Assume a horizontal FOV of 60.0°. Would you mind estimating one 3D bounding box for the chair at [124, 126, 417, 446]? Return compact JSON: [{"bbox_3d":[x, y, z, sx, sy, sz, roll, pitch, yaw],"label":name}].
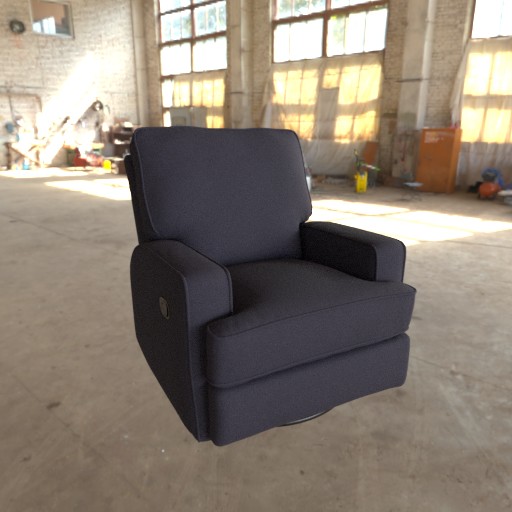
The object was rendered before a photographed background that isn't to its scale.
[{"bbox_3d":[0.000,0.000,1.709,0.861,0.962,0.964,-9,19,-27],"label":"chair"}]
